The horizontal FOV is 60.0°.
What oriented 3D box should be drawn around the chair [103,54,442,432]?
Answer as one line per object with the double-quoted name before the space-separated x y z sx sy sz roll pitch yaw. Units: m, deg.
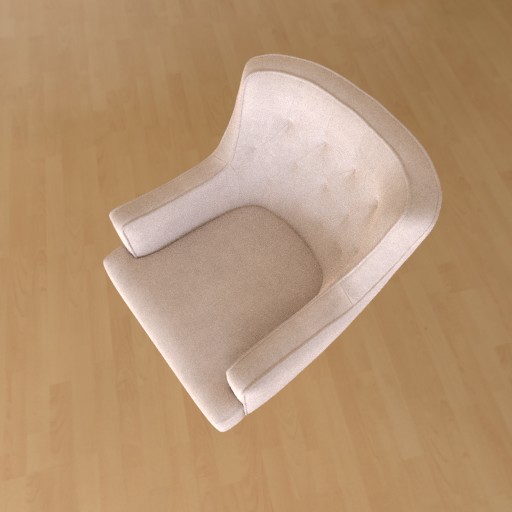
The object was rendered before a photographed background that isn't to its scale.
"chair" 0.000 0.000 1.569 0.910 0.920 0.781 -35 68 -16
